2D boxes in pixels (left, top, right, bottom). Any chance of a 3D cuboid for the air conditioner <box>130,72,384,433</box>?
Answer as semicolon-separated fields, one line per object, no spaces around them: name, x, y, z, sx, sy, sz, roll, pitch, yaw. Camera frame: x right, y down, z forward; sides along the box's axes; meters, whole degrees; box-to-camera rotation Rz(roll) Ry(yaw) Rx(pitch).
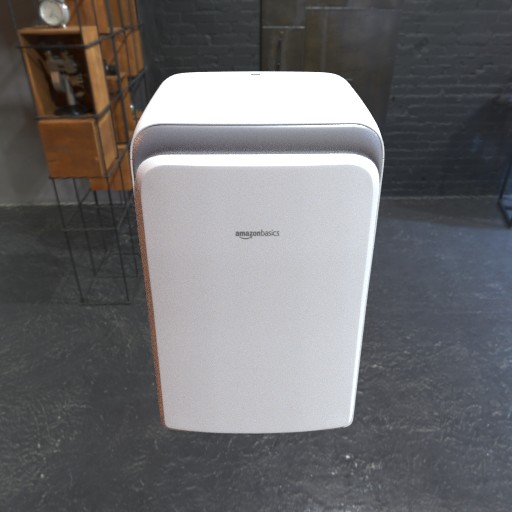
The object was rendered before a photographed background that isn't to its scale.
air conditioner;0.000;0.000;1.046;0.478;0.765;0.467;0;31;-1
